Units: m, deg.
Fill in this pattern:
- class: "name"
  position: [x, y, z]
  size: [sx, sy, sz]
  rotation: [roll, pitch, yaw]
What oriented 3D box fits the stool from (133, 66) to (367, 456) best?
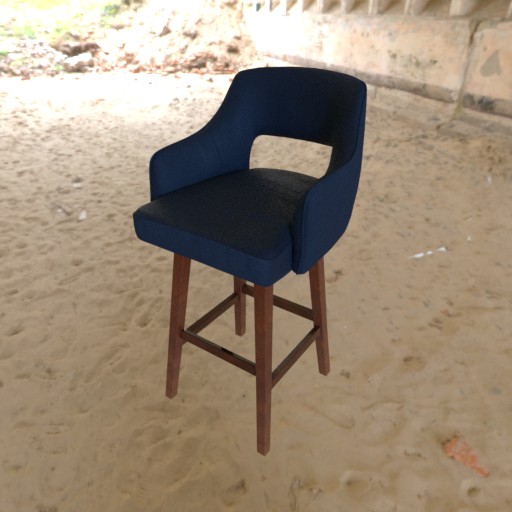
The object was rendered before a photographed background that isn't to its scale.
- class: "stool"
  position: [0.000, 0.000, 1.385]
  size: [0.550, 1.041, 0.560]
  rotation: [19, 35, 30]
